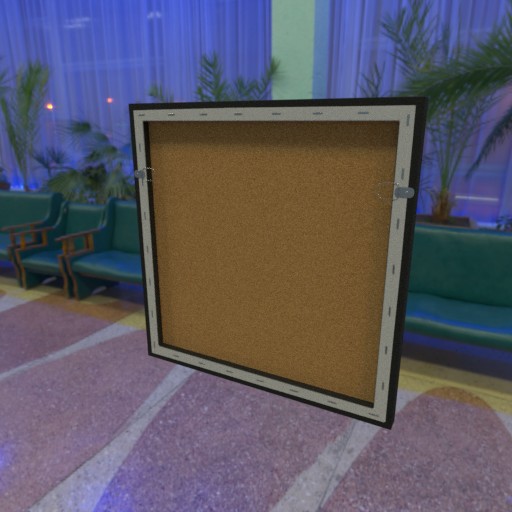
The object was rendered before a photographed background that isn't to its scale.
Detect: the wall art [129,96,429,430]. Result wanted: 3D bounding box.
[{"bbox_3d":[0.000,0.000,1.146,0.758,0.758,0.044,9,19,27],"label":"wall art"}]
